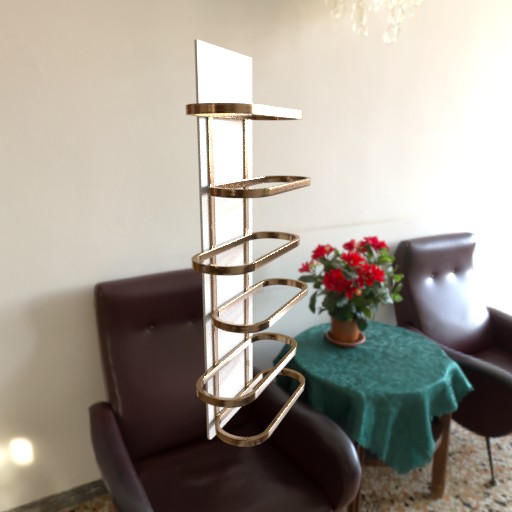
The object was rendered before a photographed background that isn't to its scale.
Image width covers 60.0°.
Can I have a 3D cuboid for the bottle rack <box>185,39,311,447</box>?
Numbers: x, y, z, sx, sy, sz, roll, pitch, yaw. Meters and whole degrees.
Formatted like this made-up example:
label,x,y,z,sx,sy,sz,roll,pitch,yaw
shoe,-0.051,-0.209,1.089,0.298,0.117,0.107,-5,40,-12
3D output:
label,x,y,z,sx,sy,sz,roll,pitch,yaw
bottle rack,0.000,0.000,0.817,0.118,0.709,0.332,7,17,26
